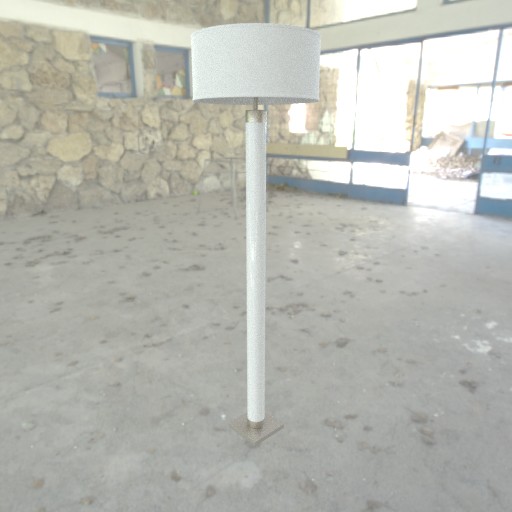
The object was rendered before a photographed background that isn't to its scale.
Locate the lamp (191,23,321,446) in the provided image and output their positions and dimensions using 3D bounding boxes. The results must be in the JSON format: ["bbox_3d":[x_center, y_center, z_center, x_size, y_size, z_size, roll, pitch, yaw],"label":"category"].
[{"bbox_3d":[0.000,0.000,1.626,0.420,1.475,0.420,-14,21,-41],"label":"lamp"}]
